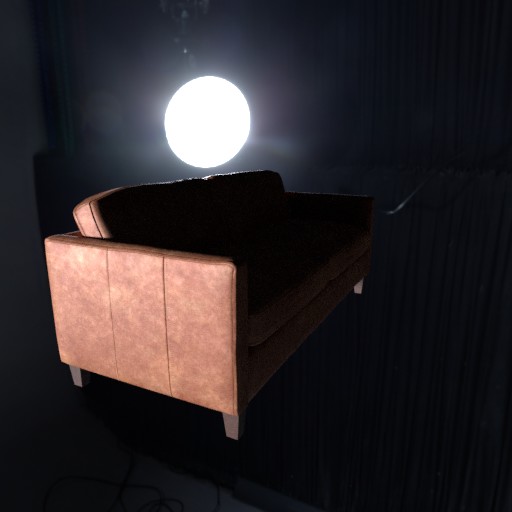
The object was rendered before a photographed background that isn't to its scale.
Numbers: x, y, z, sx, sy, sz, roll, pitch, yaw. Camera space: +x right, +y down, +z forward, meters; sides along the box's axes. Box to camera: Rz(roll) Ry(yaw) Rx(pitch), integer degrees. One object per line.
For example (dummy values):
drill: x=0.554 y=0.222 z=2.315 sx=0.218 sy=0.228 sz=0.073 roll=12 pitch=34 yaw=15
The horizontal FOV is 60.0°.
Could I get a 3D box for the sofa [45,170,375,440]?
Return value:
sofa: x=0.000 y=0.000 z=2.465 sx=0.923 sy=0.863 sz=1.971 roll=7 pitch=16 yaw=26
